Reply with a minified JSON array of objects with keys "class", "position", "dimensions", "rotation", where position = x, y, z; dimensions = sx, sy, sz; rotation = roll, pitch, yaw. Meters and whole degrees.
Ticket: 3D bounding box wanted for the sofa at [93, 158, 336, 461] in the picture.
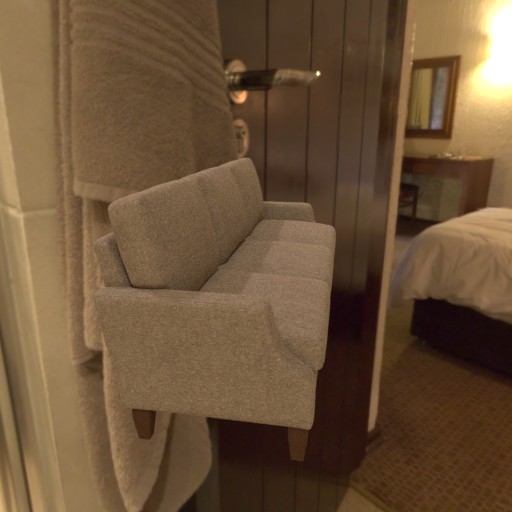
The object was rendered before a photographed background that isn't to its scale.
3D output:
[{"class":"sofa","position":[0.000,0.000,2.573],"dimensions":[0.888,0.984,2.115],"rotation":[3,17,11]}]
